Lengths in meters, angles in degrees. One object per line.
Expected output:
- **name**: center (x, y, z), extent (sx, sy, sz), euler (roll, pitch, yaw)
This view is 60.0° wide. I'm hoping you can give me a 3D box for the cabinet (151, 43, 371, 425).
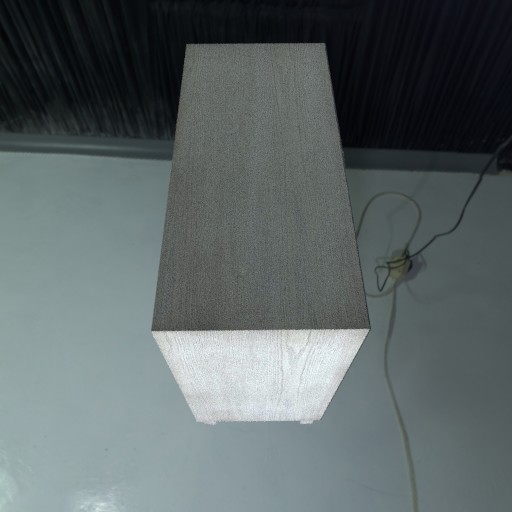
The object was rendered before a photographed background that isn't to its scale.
- **cabinet**: center (0.000, 0.000, 1.252), extent (0.370, 0.787, 0.781), euler (-1, 58, 0)
